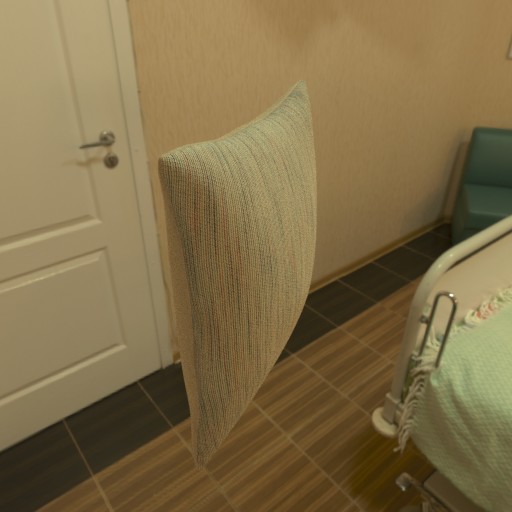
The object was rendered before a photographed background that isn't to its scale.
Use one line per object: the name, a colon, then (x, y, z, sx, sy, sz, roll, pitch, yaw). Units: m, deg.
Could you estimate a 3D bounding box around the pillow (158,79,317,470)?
pillow: (0.000, 0.000, 0.772, 0.178, 0.506, 0.512, 12, 33, 19)
